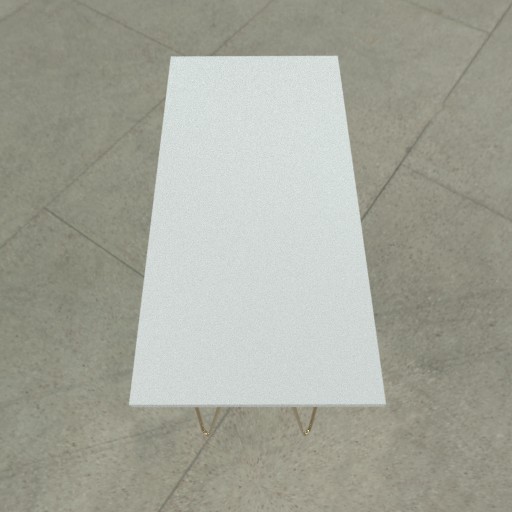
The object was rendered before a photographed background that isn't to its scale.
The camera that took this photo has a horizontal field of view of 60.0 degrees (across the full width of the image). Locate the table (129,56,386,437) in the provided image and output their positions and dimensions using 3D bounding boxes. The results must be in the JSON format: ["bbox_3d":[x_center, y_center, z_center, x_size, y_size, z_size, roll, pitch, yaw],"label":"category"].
[{"bbox_3d":[0.000,0.000,1.378,0.498,0.660,0.991,0,63,0],"label":"table"}]
